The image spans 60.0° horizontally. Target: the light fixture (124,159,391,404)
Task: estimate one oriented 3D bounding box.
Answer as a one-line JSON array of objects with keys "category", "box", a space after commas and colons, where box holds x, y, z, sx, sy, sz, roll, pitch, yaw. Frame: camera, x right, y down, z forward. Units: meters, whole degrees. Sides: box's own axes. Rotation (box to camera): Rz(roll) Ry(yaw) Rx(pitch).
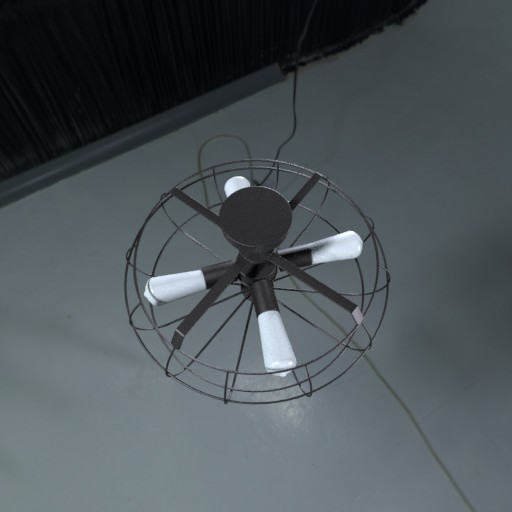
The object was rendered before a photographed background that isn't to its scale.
[{"category": "light fixture", "box": [0.000, 0.000, 0.933, 0.582, 0.311, 0.582, 0, 62, 0]}]
